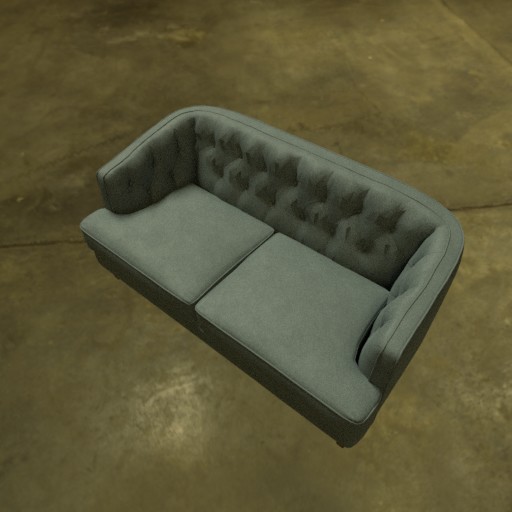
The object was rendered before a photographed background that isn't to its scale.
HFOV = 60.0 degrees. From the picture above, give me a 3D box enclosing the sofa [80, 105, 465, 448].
[{"bbox_3d":[0.000,0.000,2.240,1.733,0.855,0.941,31,54,25],"label":"sofa"}]
